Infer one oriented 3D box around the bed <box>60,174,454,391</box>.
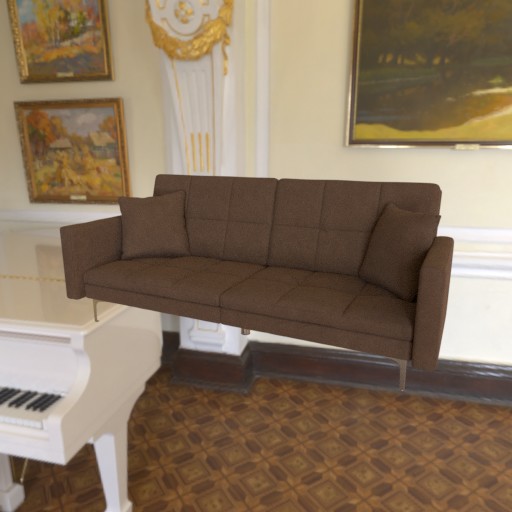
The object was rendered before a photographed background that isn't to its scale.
[{"bbox_3d":[0.000,0.000,2.367,1.905,0.787,0.889,7,15,25],"label":"bed"}]
